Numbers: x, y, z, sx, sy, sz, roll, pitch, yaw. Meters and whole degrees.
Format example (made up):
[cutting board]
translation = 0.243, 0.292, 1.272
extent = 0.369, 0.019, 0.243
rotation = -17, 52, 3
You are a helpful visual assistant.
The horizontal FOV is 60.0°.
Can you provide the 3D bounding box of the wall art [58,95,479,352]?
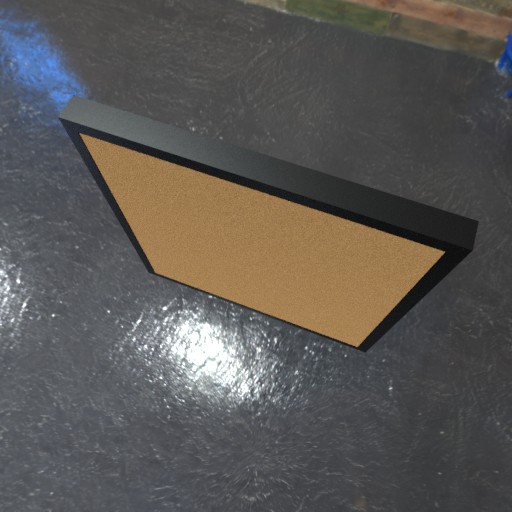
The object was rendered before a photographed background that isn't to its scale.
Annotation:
[wall art]
translation = 0.000, 0.000, 0.744
extent = 0.506, 0.506, 0.038
rotation = 19, 67, 8
